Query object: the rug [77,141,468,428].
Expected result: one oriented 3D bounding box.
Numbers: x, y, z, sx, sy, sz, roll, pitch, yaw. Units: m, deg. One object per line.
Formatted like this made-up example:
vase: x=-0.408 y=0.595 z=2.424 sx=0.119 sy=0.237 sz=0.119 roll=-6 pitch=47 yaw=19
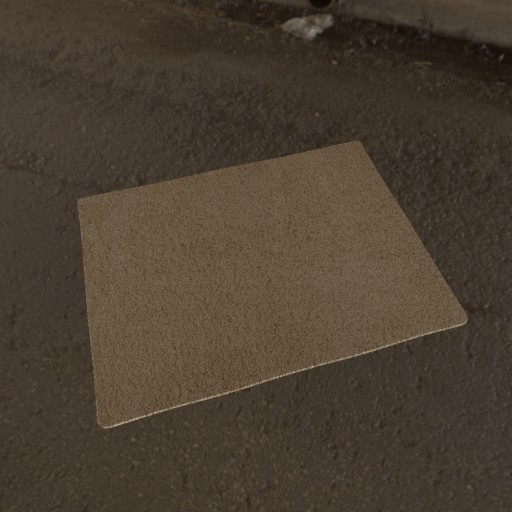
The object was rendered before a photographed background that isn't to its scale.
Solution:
rug: x=0.000 y=0.000 z=2.133 sx=1.600 sy=0.025 sz=1.199 roll=-14 pitch=57 yaw=-9
